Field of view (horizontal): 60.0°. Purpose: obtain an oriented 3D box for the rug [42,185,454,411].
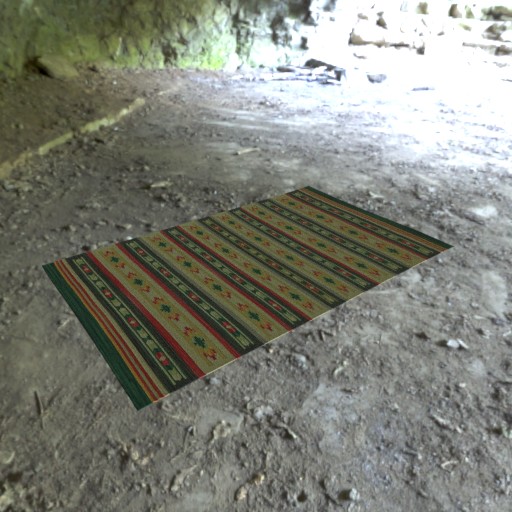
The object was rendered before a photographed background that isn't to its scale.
[{"bbox_3d":[0.000,0.000,3.085,2.447,0.011,1.520,-21,36,-32],"label":"rug"}]
